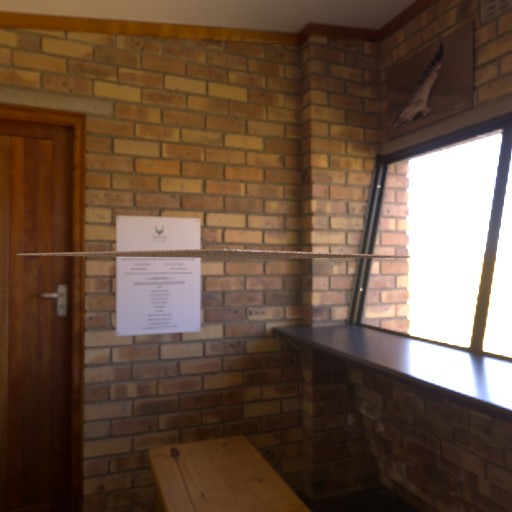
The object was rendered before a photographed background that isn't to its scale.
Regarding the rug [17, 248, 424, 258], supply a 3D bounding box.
[{"bbox_3d":[0.000,0.000,2.971,1.529,0.009,2.446,-1,-1,36],"label":"rug"}]
